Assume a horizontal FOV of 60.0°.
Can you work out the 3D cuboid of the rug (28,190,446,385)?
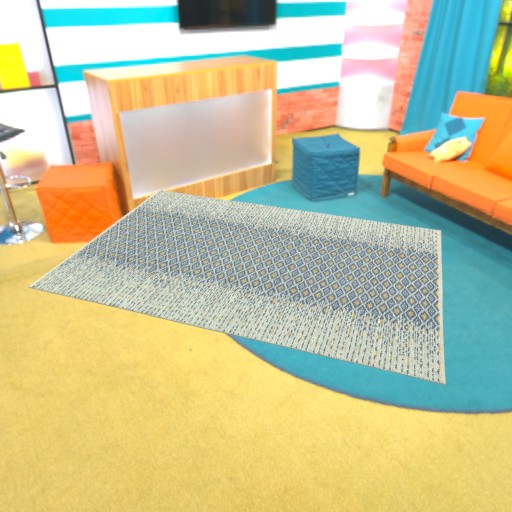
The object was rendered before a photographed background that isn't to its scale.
[{"bbox_3d":[0.000,0.000,2.304,1.828,0.005,1.219,10,33,16],"label":"rug"}]
